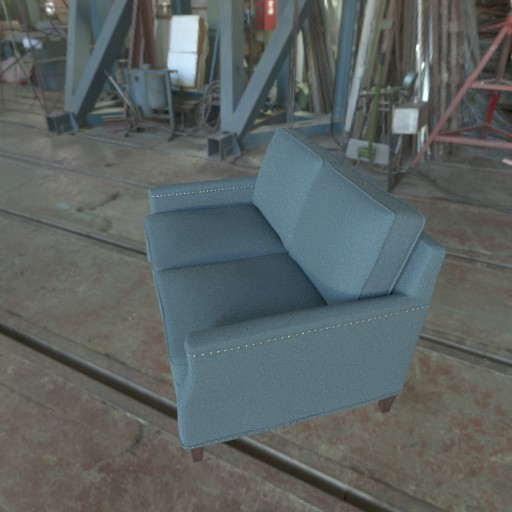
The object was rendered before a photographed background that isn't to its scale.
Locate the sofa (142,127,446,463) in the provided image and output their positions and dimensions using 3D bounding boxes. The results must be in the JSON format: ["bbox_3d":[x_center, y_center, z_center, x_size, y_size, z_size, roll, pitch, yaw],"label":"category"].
[{"bbox_3d":[0.000,0.000,2.333,1.084,1.003,1.597,-9,31,-14],"label":"sofa"}]
